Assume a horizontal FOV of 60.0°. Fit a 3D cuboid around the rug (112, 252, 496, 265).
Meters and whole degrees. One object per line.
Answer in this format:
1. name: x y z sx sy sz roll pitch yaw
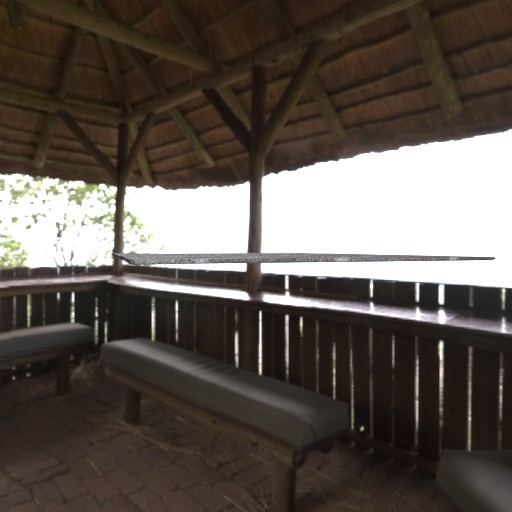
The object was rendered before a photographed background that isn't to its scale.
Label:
1. rug: 0.000 0.000 3.988 2.399 0.026 3.000 0 1 -20
